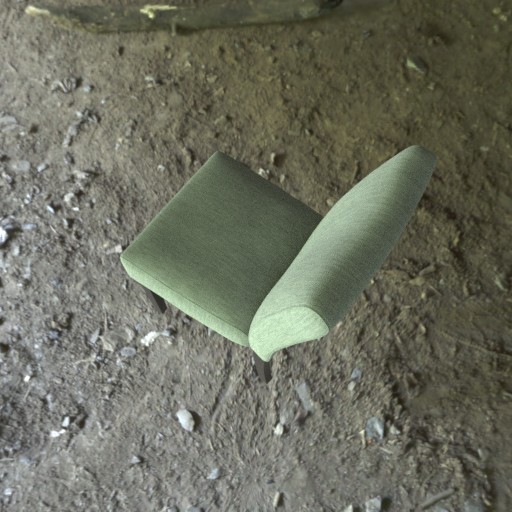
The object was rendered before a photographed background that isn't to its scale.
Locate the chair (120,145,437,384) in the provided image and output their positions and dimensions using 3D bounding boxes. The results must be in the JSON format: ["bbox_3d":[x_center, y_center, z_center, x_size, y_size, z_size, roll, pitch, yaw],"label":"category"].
[{"bbox_3d":[0.000,0.000,1.269,0.629,0.884,0.487,32,68,15],"label":"chair"}]
